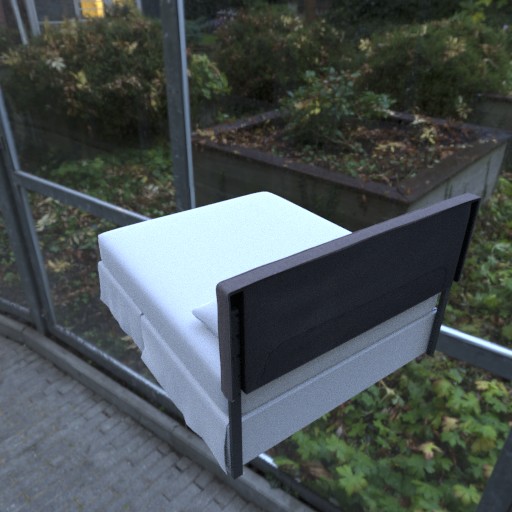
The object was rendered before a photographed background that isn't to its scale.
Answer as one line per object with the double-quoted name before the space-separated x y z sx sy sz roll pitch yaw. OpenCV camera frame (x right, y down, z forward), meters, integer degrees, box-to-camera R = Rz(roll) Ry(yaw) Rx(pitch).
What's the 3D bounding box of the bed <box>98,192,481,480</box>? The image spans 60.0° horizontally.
"bed" 0.000 0.000 2.855 1.610 1.089 1.894 -19 34 -30
